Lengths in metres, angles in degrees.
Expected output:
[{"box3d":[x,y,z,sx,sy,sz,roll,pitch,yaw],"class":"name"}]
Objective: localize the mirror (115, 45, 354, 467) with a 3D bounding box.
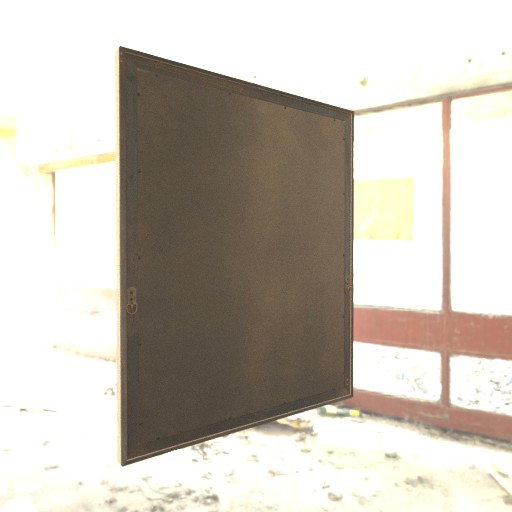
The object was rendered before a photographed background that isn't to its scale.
[{"box3d":[0.000,0.000,1.160,0.730,0.882,0.032,-1,1,-37],"class":"mirror"}]
